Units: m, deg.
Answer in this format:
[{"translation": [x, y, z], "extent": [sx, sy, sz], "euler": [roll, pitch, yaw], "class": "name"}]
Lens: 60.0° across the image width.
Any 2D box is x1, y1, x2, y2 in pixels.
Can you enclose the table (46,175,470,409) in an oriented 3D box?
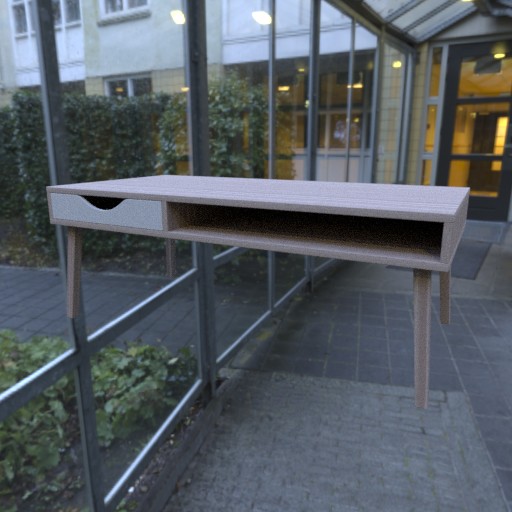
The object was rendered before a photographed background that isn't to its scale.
[{"translation": [0.000, 0.000, 1.457], "extent": [1.200, 0.450, 0.600], "euler": [7, 16, 27], "class": "table"}]
